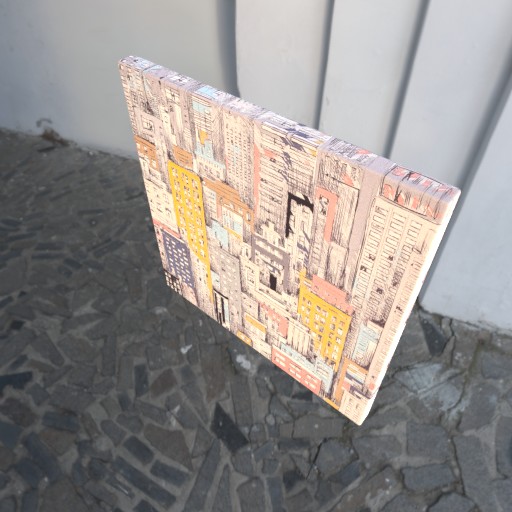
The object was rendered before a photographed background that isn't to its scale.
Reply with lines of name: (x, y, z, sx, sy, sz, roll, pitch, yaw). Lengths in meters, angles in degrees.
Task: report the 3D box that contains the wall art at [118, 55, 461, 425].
wall art: (0.000, 0.000, 1.087, 0.761, 0.762, 0.048, 31, 54, 27)
